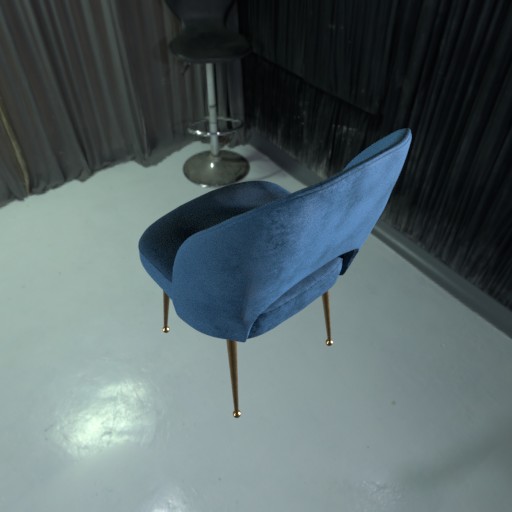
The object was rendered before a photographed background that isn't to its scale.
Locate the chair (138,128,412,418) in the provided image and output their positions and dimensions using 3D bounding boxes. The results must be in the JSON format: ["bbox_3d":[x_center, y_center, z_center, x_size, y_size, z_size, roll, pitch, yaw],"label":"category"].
[{"bbox_3d":[0.000,0.000,1.171,0.527,0.860,0.577,-30,52,-27],"label":"chair"}]
